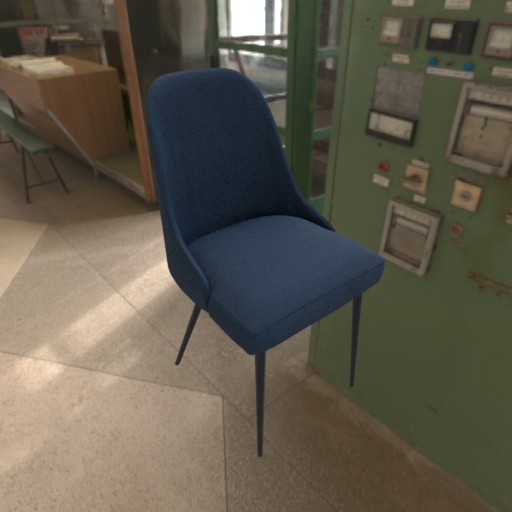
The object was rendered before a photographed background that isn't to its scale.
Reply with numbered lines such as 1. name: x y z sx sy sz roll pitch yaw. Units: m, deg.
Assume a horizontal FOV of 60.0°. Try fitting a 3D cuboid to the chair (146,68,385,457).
1. chair: 0.000 0.000 1.230 0.478 0.896 0.559 -24 39 -33
